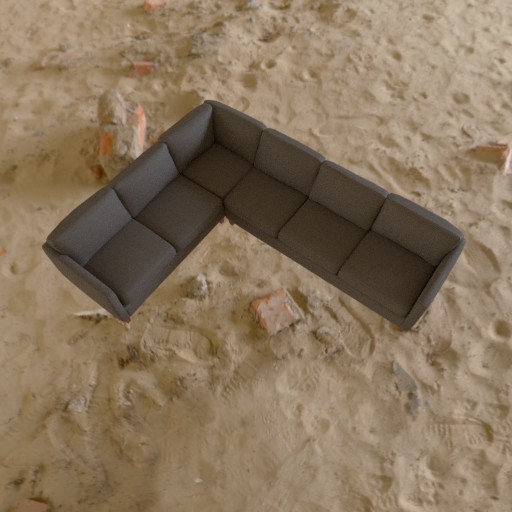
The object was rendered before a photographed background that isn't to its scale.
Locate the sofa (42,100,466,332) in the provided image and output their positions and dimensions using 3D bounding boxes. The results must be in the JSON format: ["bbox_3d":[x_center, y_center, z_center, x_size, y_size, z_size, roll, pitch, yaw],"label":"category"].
[{"bbox_3d":[0.000,0.000,4.483,3.302,0.947,2.593,33,65,17],"label":"sofa"}]
